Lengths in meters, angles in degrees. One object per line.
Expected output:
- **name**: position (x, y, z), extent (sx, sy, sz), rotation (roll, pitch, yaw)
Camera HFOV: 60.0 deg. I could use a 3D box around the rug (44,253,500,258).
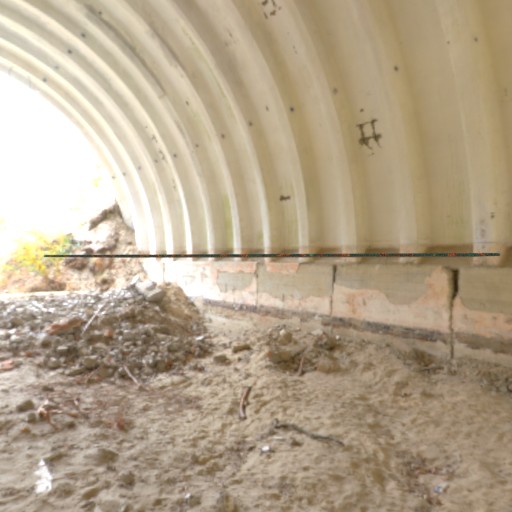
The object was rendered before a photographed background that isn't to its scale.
- **rug**: position (0.000, 0.000, 2.451), extent (2.286, 0.013, 0.686), rotation (0, -1, 17)
